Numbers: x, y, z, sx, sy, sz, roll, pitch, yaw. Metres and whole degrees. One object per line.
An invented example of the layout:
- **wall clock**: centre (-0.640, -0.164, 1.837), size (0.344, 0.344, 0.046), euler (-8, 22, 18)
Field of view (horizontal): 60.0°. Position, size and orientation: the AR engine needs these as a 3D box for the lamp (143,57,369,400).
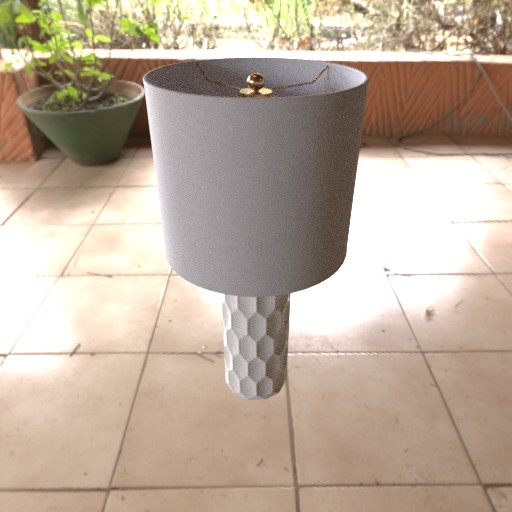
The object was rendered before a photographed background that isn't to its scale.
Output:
- **lamp**: centre (0.000, 0.000, 0.695), size (0.277, 0.537, 0.277), euler (-1, 32, -1)
